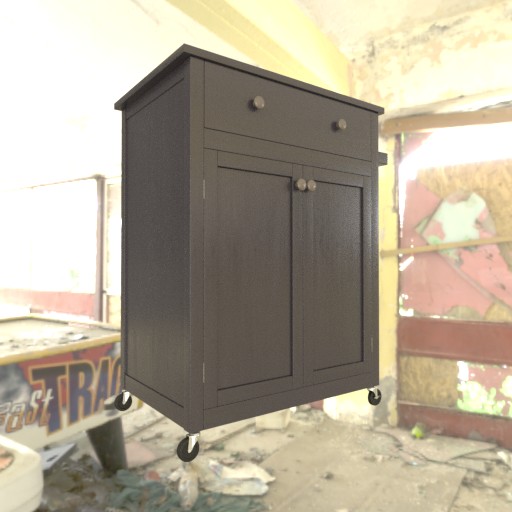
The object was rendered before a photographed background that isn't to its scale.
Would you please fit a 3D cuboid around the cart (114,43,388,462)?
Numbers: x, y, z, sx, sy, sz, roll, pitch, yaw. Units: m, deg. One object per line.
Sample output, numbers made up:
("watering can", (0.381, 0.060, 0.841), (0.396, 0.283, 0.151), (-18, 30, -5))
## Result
("cart", (0.000, 0.000, 1.292), (0.690, 0.878, 0.449), (1, -1, -36))
